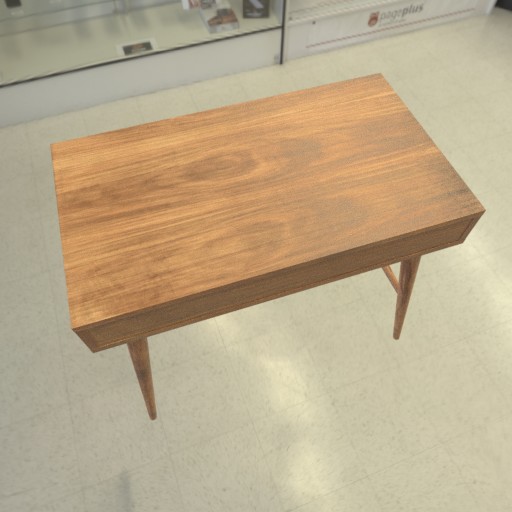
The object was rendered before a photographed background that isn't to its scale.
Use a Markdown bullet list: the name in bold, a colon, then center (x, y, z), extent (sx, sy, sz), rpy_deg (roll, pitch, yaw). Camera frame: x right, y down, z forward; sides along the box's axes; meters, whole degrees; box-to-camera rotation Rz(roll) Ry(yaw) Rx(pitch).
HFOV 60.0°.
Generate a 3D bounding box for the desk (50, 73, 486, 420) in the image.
- **desk**: center (0.000, 0.000, 1.414), extent (0.949, 0.758, 0.588), rpy_deg (-16, 59, -10)
